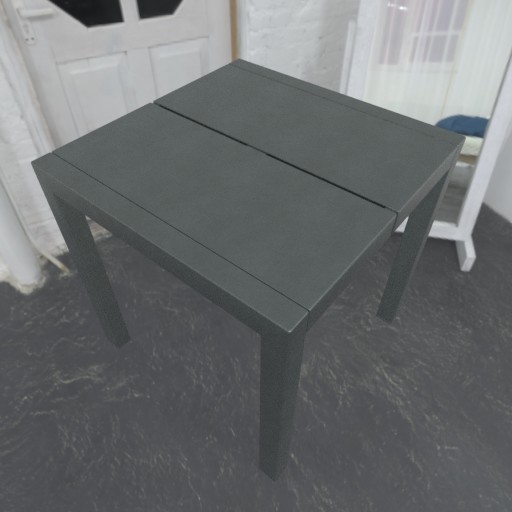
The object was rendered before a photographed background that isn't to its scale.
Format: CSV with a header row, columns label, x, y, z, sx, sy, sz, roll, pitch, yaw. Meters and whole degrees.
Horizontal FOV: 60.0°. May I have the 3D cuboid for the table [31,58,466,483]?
label,x,y,z,sx,sy,sz,roll,pitch,yaw
table,0.000,0.000,0.906,0.508,0.508,0.508,30,53,26
